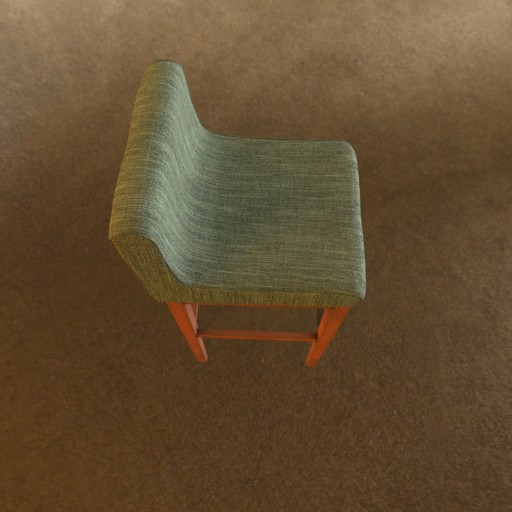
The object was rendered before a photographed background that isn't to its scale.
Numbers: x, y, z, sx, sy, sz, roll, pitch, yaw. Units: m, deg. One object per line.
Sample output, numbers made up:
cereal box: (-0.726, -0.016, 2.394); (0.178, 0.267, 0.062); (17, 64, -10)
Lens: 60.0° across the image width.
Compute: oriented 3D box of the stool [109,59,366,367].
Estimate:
stool: (0.000, 0.000, 1.245); (0.499, 0.965, 0.426); (2, 63, 1)
